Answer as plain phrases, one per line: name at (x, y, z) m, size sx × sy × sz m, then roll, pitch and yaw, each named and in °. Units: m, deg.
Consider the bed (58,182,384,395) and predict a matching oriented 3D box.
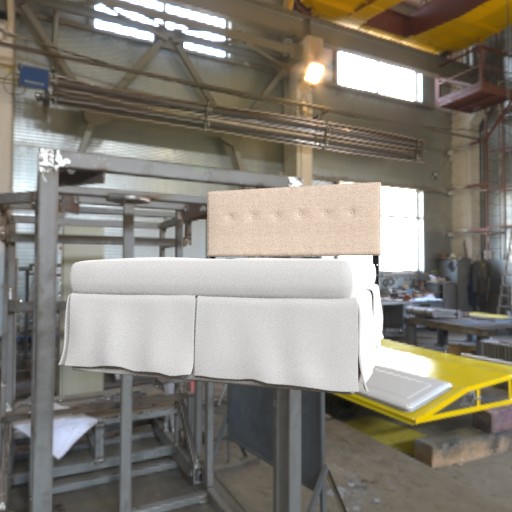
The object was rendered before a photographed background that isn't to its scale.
bed at (0.000, 0.000, 3.049) m, size 1.643 × 1.270 × 1.978 m, roll 0°, pitch -1°, yaw 18°
